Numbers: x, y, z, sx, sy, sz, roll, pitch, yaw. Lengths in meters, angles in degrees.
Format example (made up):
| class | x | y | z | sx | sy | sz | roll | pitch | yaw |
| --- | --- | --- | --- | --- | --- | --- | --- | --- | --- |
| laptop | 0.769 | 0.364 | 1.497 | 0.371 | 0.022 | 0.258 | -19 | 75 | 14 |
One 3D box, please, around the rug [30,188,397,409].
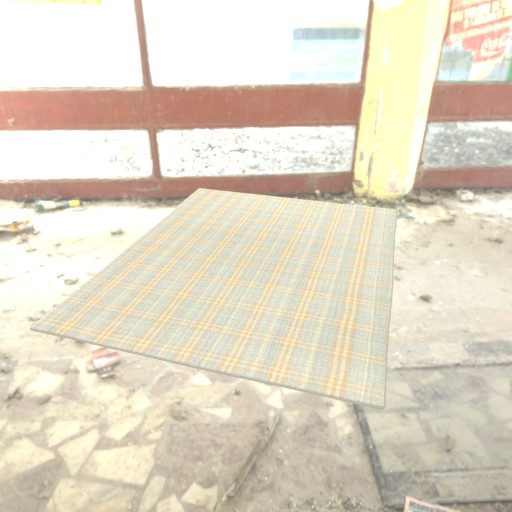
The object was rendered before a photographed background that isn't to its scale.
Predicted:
| class | x | y | z | sx | sy | sz | roll | pitch | yaw |
| --- | --- | --- | --- | --- | --- | --- | --- | --- | --- |
| rug | 0.000 | 0.000 | 4.105 | 2.462 | 0.030 | 3.066 | 8 | 30 | 15 |
